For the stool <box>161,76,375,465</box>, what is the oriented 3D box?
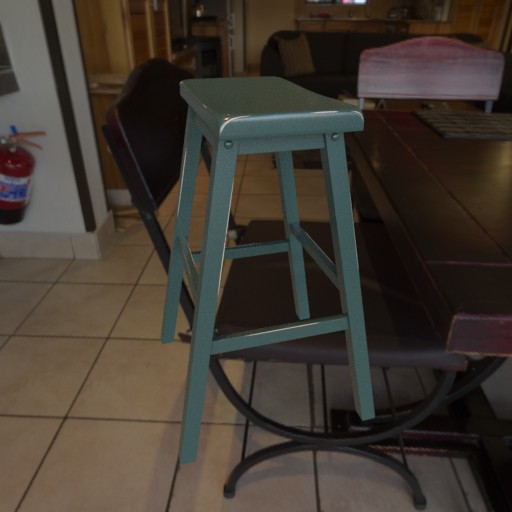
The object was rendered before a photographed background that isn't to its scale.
[{"bbox_3d":[0.000,0.000,1.046,0.476,0.737,0.457,-8,30,-14],"label":"stool"}]
